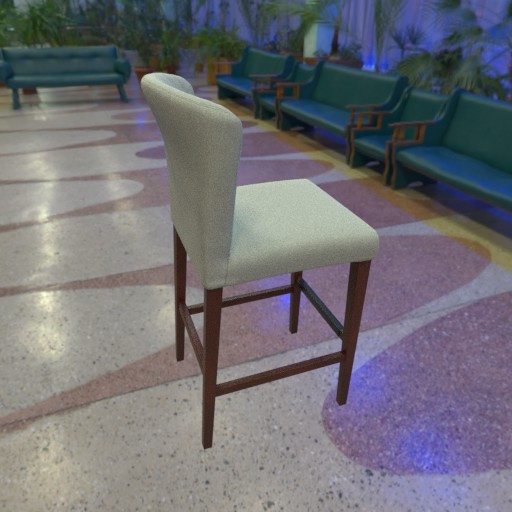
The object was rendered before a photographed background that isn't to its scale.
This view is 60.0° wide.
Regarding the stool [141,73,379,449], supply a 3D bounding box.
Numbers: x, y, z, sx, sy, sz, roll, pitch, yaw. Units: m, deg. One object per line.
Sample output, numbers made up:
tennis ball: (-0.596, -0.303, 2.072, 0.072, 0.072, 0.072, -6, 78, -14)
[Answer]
stool: (0.000, 0.000, 1.380, 0.568, 1.069, 0.479, -11, 32, -17)
